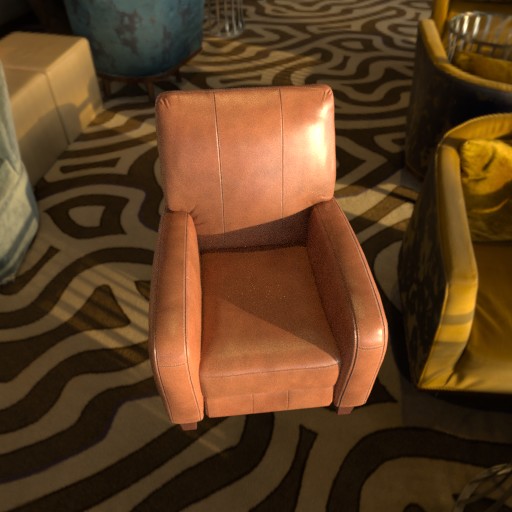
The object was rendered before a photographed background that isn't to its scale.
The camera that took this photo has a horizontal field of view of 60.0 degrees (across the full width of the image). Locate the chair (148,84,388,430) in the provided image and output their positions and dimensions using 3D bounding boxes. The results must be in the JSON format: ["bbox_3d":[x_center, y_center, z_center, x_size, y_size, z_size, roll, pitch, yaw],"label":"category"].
[{"bbox_3d":[0.000,0.000,1.688,0.762,0.990,0.990,-4,45,-4],"label":"chair"}]
